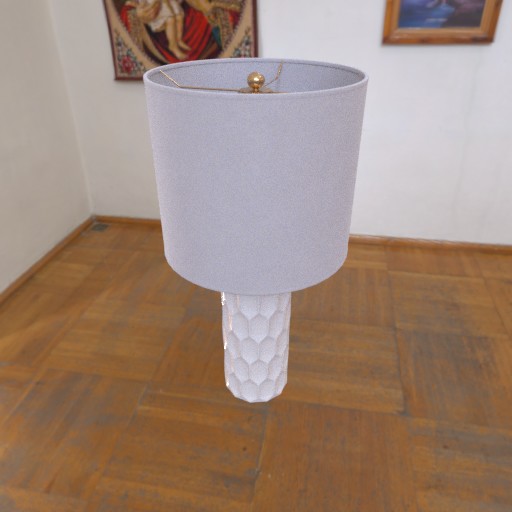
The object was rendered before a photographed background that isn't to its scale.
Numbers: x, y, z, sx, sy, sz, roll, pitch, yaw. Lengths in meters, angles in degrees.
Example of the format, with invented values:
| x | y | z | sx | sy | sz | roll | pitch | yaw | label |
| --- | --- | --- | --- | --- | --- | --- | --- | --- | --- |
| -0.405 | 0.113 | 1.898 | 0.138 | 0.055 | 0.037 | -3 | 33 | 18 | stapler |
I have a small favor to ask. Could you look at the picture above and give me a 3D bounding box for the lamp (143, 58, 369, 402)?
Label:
| x | y | z | sx | sy | sz | roll | pitch | yaw | label |
| --- | --- | --- | --- | --- | --- | --- | --- | --- | --- |
| 0.000 | 0.000 | 0.693 | 0.277 | 0.537 | 0.277 | -19 | 36 | -29 | lamp |
